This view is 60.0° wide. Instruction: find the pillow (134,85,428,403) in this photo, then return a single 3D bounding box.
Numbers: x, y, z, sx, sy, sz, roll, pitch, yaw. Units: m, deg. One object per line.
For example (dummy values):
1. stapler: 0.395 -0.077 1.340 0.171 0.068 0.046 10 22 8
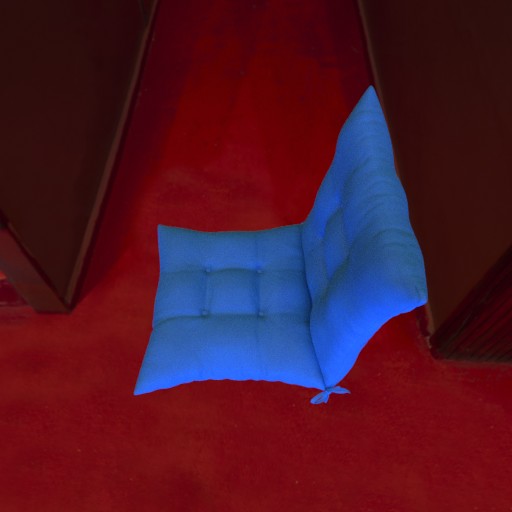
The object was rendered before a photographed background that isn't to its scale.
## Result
1. pillow: 0.000 0.000 1.008 0.585 0.536 0.541 -1 58 0
